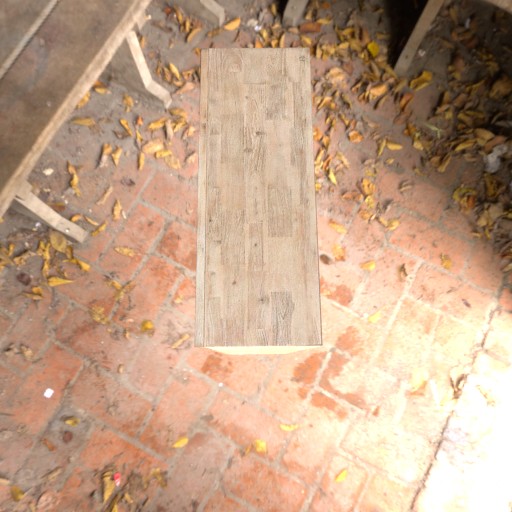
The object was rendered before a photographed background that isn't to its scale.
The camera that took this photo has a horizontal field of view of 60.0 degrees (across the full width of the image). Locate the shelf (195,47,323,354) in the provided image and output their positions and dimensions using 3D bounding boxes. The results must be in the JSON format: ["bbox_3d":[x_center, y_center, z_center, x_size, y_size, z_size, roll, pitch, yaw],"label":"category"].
[{"bbox_3d":[0.000,0.000,1.763,0.308,1.471,0.748,-1,77,0],"label":"shelf"}]
